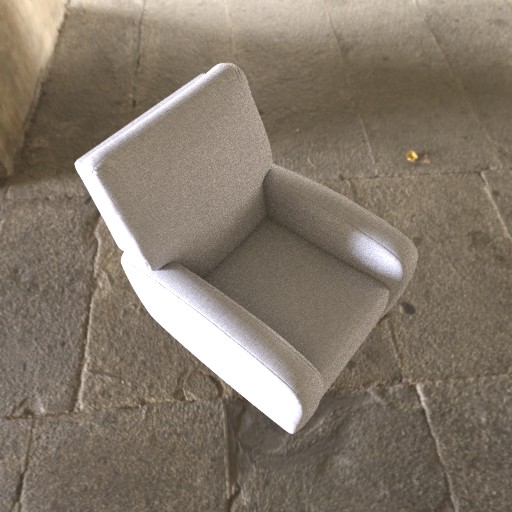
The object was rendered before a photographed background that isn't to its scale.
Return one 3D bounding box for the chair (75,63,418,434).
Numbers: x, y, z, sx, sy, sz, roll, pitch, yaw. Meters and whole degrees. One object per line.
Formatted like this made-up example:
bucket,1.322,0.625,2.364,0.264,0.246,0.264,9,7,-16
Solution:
chair,0.000,0.000,1.665,0.990,0.990,0.762,35,64,20
